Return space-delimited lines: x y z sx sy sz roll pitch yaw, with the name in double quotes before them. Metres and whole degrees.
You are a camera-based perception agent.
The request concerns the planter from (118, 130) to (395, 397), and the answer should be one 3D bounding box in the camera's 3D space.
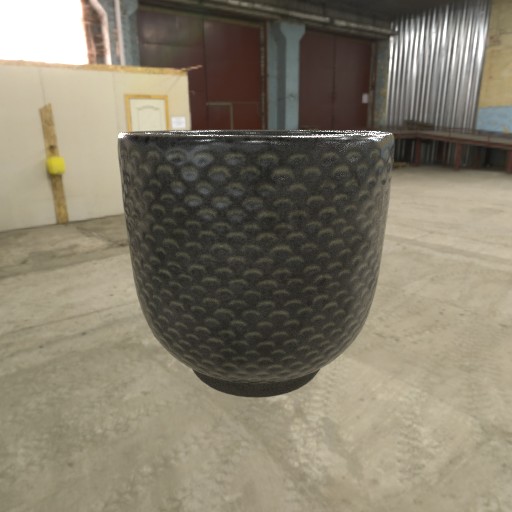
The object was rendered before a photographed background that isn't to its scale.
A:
"planter" 0.000 0.000 0.353 0.197 0.191 0.197 0 17 0
